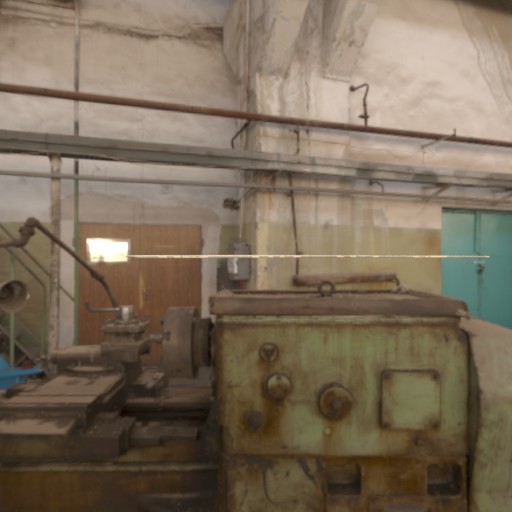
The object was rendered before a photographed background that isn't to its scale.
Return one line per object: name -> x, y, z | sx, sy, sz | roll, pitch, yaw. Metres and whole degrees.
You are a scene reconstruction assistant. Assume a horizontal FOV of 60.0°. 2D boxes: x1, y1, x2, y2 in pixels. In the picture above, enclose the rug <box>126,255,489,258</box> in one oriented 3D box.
rug -> 0.000, 0.000, 2.762 | 1.522, 0.013, 2.133 | 0, 0, -17
